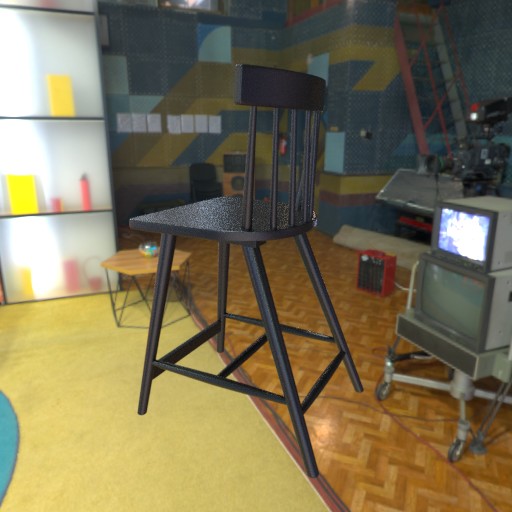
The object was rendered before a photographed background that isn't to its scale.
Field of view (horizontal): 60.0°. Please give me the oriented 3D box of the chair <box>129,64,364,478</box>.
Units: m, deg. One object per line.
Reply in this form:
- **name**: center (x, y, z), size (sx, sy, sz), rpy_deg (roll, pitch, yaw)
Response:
- **chair**: center (0.000, 0.000, 1.266), size (0.572, 0.952, 0.483), rpy_deg (8, 18, 27)
